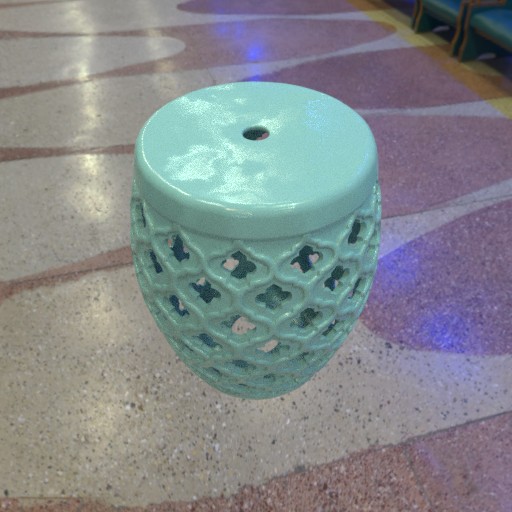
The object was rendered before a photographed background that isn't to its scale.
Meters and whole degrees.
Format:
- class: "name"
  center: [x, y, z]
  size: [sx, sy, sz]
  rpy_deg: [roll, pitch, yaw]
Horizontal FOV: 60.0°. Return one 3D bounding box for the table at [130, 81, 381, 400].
- class: "table"
  center: [0.000, 0.000, 0.621]
  size: [0.325, 0.388, 0.325]
  rpy_deg: [0, 46, 0]
